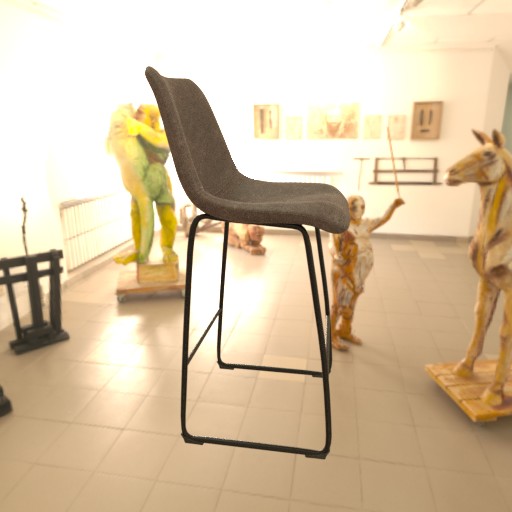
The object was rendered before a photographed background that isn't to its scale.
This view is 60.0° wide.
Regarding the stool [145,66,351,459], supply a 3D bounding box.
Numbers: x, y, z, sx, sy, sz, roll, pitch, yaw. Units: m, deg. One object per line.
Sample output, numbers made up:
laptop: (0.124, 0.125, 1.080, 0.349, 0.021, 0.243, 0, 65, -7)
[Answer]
stool: (0.000, 0.000, 1.394, 0.561, 1.082, 0.514, 3, 17, 9)
